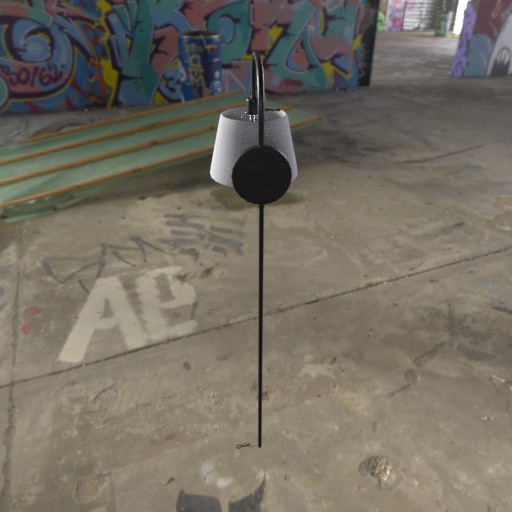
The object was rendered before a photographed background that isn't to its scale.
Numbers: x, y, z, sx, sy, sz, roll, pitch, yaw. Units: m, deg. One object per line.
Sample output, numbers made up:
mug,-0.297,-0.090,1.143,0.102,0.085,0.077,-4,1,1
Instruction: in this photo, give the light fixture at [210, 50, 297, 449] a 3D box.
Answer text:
light fixture,0.000,0.000,0.472,0.092,0.399,0.176,-1,31,-2
